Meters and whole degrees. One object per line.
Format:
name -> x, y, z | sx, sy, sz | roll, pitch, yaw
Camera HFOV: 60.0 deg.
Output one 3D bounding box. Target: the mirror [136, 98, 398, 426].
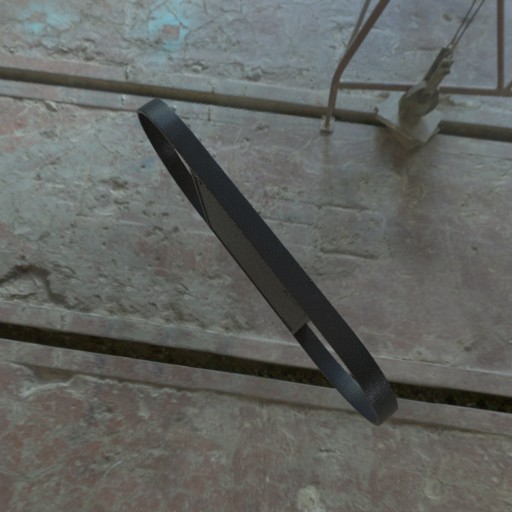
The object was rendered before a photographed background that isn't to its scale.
mirror -> 0.000, 0.000, 0.672 | 0.032, 0.254, 0.584 | -36, 78, -9
